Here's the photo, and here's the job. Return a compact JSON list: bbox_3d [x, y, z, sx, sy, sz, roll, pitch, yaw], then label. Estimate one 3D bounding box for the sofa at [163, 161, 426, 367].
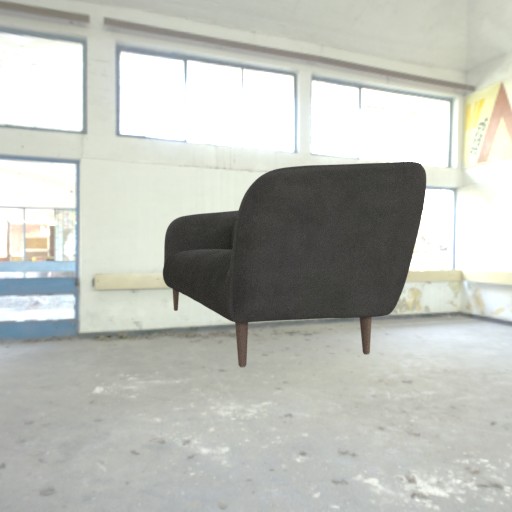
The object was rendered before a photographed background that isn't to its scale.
[{"bbox_3d":[0.000,0.000,2.755,0.956,0.875,2.296,0,0,-18],"label":"sofa"}]
